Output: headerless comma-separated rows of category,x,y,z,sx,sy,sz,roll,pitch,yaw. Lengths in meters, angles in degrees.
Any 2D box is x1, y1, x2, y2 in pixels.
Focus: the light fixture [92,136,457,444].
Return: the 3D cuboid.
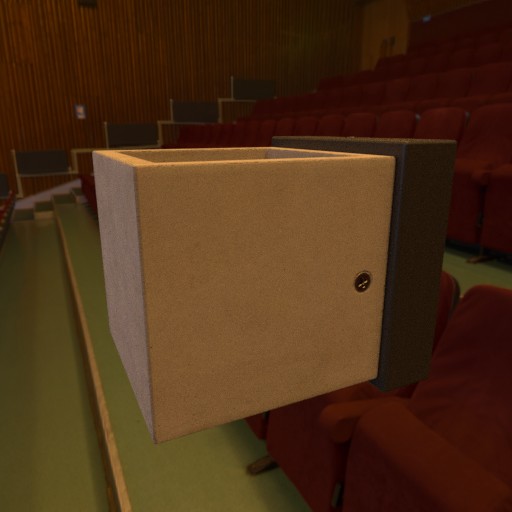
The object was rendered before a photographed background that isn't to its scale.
light fixture,0.000,0.000,0.236,0.143,0.121,0.121,-8,18,-25
